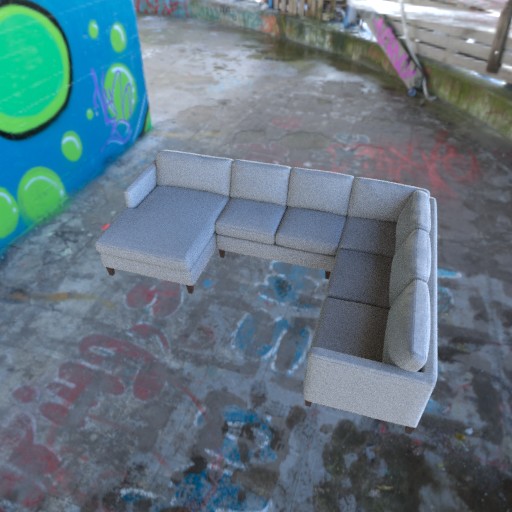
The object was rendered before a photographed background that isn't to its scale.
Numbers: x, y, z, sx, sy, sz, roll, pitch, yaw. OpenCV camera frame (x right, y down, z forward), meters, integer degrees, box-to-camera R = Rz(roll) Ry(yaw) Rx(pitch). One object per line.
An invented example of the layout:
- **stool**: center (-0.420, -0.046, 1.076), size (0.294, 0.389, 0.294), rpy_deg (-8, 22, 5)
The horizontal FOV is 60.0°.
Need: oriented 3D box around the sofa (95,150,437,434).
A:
- **sofa**: center (0.000, 0.000, 4.571), size (3.460, 0.959, 2.593), rpy_deg (11, 41, 13)
